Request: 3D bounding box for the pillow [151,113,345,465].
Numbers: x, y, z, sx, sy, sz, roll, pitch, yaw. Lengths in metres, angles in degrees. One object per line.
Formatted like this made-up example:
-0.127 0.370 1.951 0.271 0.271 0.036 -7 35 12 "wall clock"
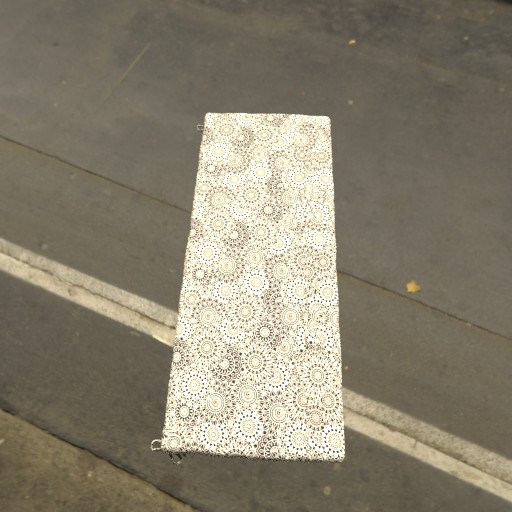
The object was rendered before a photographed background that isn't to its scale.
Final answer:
0.000 0.000 1.372 0.492 0.081 1.187 2 62 1 "pillow"
